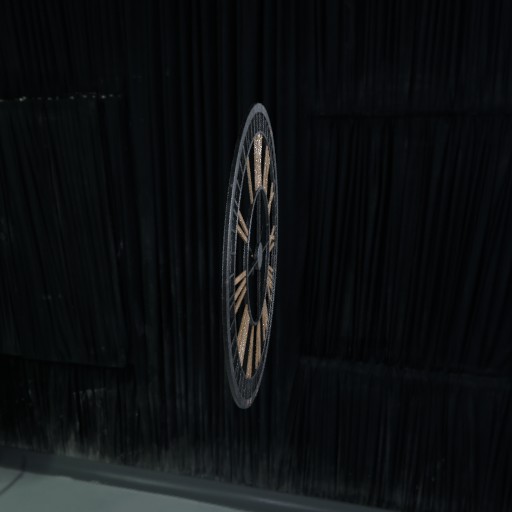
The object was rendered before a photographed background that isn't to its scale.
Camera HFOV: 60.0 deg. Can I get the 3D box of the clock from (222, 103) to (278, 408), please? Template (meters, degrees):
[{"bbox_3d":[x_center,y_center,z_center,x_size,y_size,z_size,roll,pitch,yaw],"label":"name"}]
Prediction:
[{"bbox_3d":[0.000,0.000,1.292,0.025,0.843,0.843,3,15,9],"label":"clock"}]
